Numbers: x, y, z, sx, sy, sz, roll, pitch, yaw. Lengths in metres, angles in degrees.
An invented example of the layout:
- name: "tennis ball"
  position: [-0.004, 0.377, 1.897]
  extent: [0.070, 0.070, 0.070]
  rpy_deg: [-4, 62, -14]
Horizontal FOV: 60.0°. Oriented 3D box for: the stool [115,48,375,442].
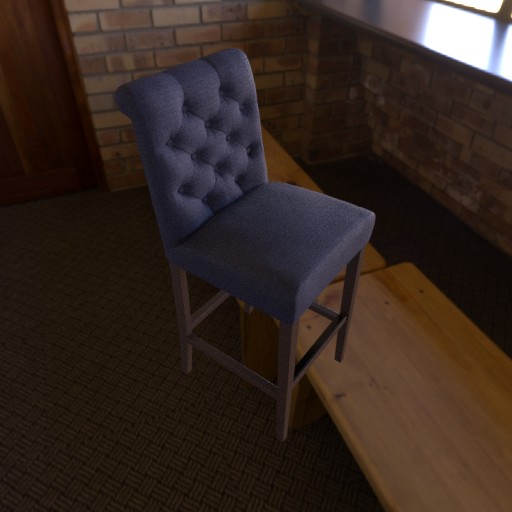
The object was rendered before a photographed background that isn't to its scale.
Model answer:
- name: "stool"
  position: [0.000, 0.000, 1.481]
  extent: [0.601, 1.140, 0.493]
  rpy_deg: [25, 46, 27]
